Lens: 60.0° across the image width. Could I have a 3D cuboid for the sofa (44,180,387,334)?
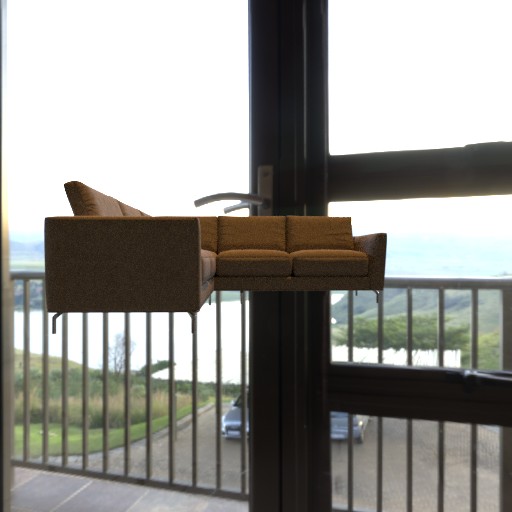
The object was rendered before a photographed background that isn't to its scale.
[{"bbox_3d":[0.000,0.000,3.620,2.438,0.864,2.438,0,0,-2],"label":"sofa"}]
